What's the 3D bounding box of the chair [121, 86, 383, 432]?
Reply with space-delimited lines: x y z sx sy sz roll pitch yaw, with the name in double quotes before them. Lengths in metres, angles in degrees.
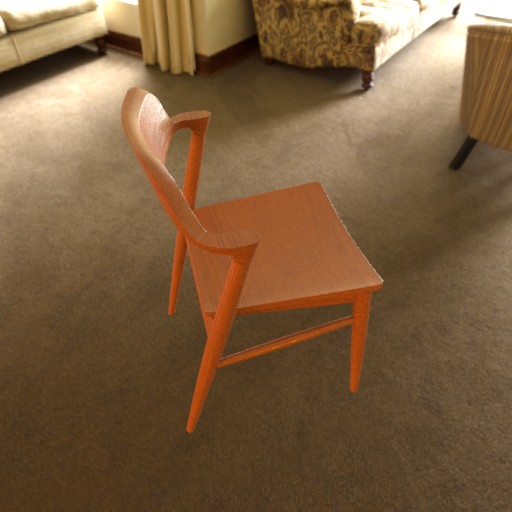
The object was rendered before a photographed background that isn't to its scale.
"chair" 0.000 0.000 1.110 0.499 0.801 0.496 -10 45 -11
